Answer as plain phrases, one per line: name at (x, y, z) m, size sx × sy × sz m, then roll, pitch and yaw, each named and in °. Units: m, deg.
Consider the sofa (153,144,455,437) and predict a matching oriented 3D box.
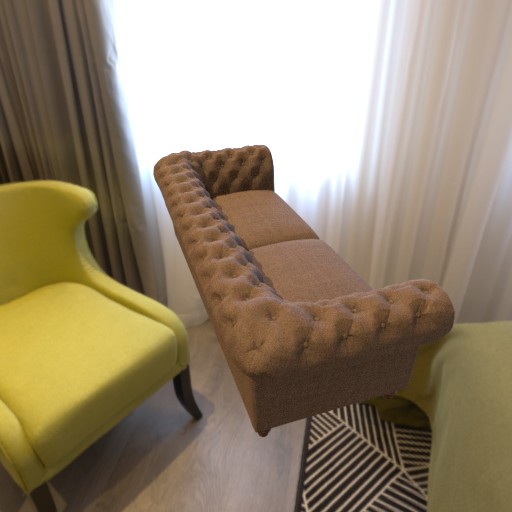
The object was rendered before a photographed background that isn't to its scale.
sofa at (0.000, 0.000, 2.787) m, size 0.944 × 0.787 × 2.385 m, roll -10°, pitch 32°, yaw -16°
